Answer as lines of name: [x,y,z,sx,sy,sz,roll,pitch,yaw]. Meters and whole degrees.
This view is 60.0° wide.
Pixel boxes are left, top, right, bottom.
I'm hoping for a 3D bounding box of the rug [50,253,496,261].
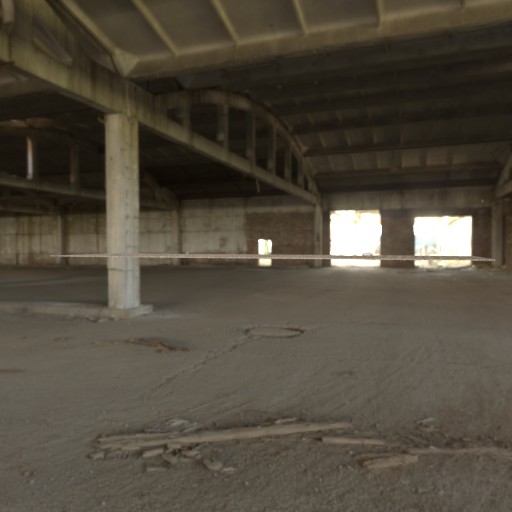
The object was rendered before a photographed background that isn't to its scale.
rug: [0.000,0.000,2.652,2.443,0.009,0.706,0,1,19]
